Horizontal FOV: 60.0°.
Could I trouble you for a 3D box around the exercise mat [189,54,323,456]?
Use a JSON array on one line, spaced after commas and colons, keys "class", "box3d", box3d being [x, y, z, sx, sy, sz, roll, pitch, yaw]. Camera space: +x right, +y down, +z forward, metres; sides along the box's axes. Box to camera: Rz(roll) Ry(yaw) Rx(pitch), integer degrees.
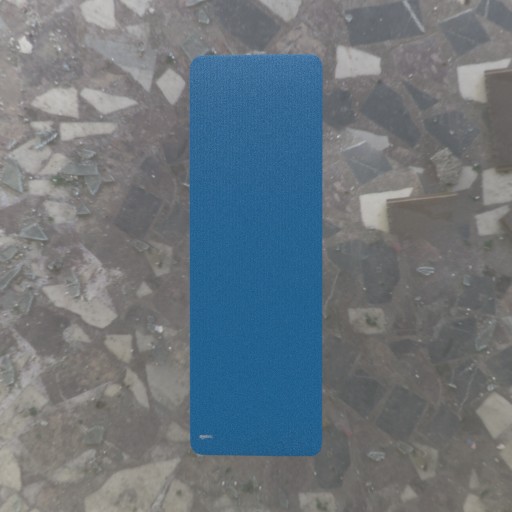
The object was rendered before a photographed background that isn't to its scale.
[{"class": "exercise mat", "box3d": [0.000, 0.000, 2.063, 0.616, 0.021, 1.869, 0, 90, 0]}]
